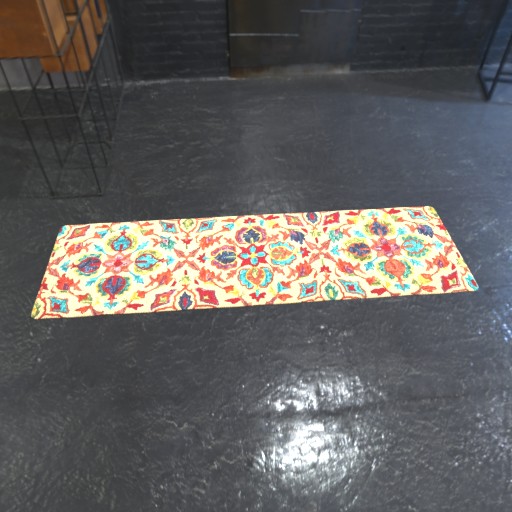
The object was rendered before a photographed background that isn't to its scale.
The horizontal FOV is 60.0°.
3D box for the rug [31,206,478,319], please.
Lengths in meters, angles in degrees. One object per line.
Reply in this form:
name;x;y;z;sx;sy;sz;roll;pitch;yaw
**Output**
rug;0.000;0.000;2.468;2.273;0.016;0.693;-3;46;-3
